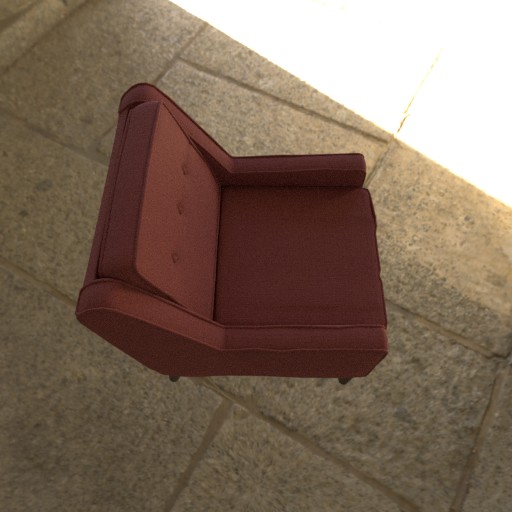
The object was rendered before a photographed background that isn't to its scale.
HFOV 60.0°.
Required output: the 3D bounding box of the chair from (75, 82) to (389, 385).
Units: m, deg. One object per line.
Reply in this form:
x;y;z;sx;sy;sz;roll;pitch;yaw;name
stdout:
0.000;0.000;1.385;0.770;0.812;0.680;1;63;0;chair
